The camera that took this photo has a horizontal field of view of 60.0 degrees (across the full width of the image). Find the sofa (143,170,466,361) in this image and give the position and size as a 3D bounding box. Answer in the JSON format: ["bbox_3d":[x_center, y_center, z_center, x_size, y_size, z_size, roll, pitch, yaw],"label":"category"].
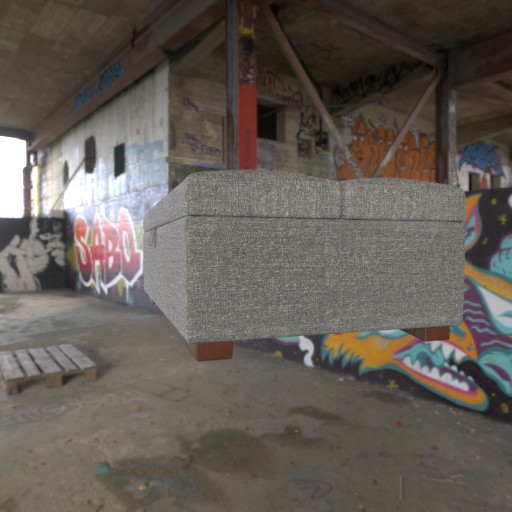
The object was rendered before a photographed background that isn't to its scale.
[{"bbox_3d":[0.000,0.000,1.603,0.782,0.417,1.198,0,1,-18],"label":"sofa"}]
